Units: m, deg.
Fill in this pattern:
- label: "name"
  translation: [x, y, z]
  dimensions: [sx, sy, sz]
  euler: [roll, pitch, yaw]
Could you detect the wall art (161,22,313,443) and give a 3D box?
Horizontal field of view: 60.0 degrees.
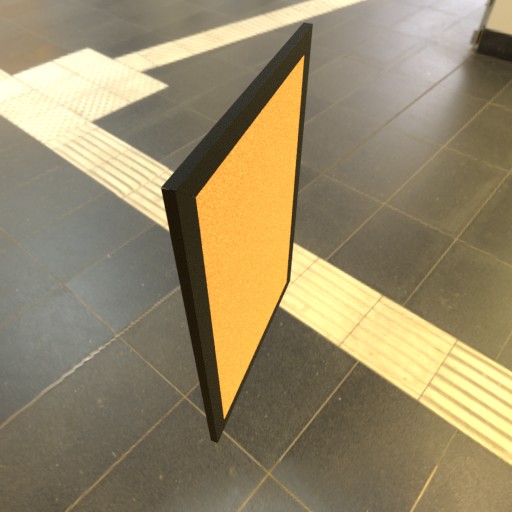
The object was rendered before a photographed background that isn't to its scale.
- label: "wall art"
  translation: [0.000, 0.000, 0.573]
  dimensions: [0.011, 0.459, 0.326]
  euler: [16, 49, 15]
